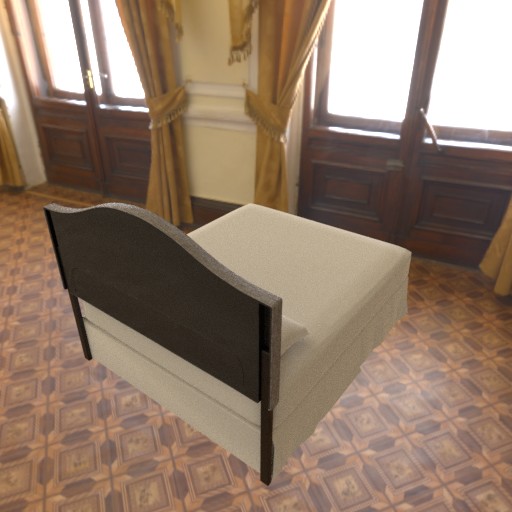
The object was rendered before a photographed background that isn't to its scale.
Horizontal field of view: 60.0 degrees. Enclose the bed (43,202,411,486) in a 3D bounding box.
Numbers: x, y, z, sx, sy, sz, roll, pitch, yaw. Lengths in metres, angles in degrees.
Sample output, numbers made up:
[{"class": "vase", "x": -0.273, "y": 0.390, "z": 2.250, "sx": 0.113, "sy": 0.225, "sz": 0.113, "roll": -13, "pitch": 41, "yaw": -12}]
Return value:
[{"class": "bed", "x": 0.000, "y": 0.000, "z": 2.935, "sx": 1.610, "sy": 1.295, "sz": 1.870, "roll": 20, "pitch": 35, "yaw": 32}]
